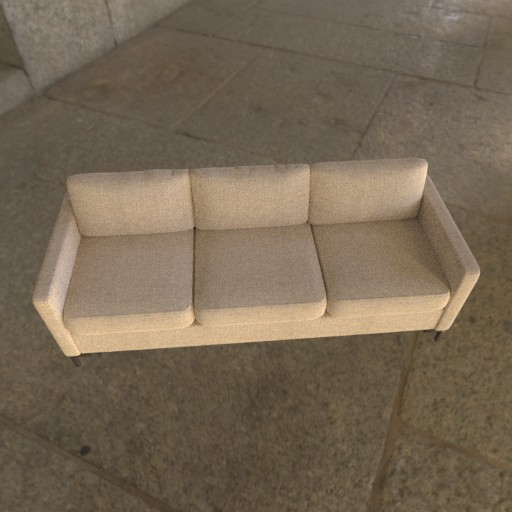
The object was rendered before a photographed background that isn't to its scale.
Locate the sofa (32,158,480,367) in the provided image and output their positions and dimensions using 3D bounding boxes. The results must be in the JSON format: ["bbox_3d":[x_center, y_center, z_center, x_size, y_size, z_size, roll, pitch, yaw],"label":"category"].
[{"bbox_3d":[0.000,0.000,2.592,2.218,0.874,0.859,-3,48,-3],"label":"sofa"}]
